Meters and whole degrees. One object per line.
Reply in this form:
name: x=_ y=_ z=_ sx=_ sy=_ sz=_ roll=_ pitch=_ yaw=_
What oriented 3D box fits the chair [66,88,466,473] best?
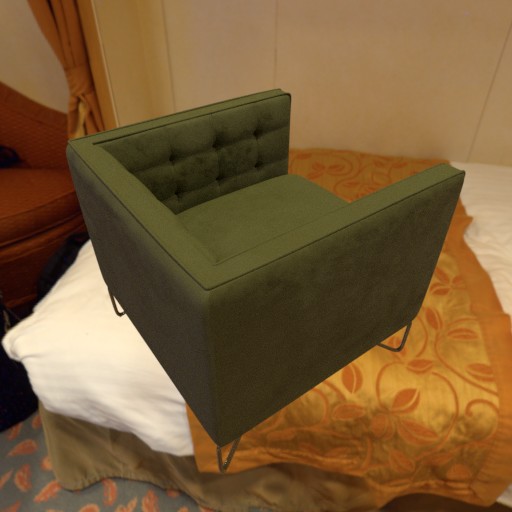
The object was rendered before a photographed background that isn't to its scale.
chair: x=0.000 y=0.000 z=1.558 sx=0.894 sy=0.790 sz=0.880 roll=-25 pitch=45 yaw=-27
